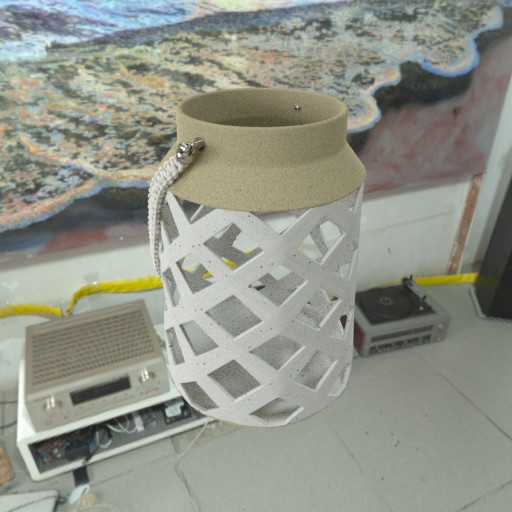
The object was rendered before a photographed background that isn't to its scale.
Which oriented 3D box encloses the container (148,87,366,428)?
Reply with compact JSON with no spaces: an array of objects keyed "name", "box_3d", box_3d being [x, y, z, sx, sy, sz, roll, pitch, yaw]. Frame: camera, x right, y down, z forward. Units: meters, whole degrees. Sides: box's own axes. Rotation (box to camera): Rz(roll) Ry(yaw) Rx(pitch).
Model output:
[{"name":"container","box_3d":[0.000,0.000,0.343,0.172,0.229,0.163,21,37,30]}]
